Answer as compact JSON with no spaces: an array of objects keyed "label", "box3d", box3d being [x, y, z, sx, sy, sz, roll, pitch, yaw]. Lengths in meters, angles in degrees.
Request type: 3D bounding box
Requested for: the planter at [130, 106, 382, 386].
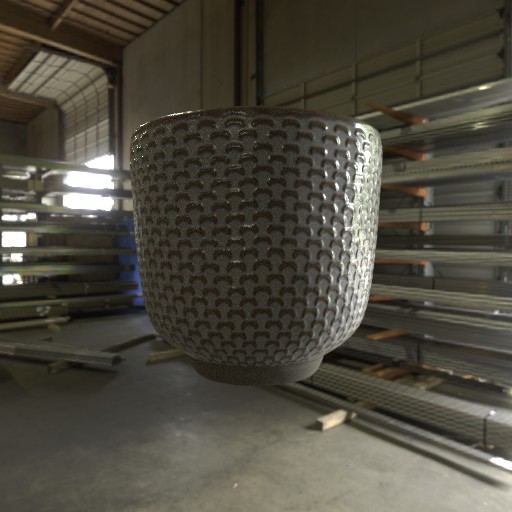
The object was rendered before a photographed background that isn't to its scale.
[{"label":"planter","box3d":[0.000,0.000,0.254,0.139,0.130,0.139,0,1,0]}]
